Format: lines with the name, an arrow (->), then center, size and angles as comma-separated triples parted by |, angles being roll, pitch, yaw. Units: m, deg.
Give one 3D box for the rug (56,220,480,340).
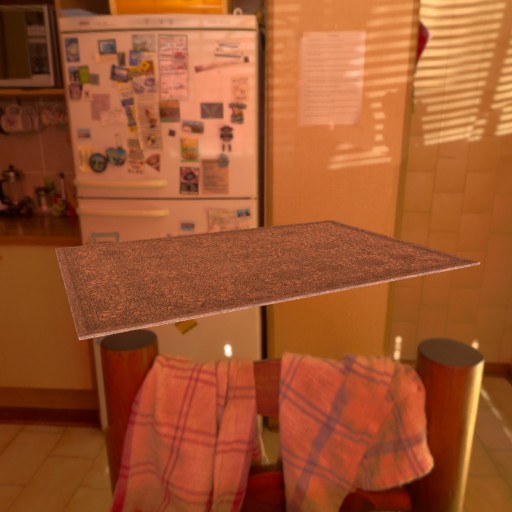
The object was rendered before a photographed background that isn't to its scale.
rug -> 0.000, 0.000, 2.270 | 1.819, 0.012, 1.208 | -8, 17, -26
